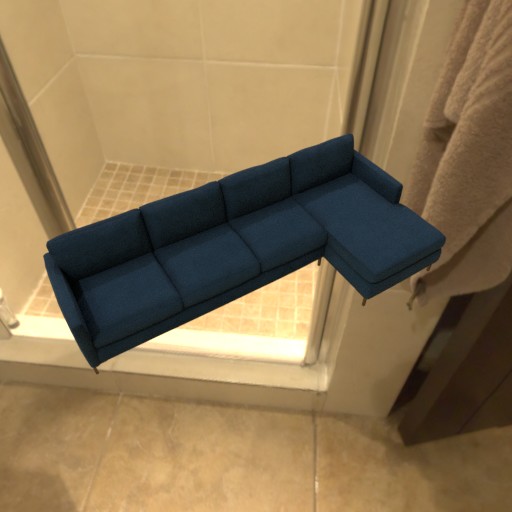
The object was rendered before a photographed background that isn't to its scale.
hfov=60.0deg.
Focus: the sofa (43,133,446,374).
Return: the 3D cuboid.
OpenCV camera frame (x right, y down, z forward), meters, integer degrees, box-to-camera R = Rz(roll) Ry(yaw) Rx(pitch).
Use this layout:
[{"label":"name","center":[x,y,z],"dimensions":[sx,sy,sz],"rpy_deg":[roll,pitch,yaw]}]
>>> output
[{"label":"sofa","center":[0.000,0.000,3.526],"dimensions":[2.932,0.810,1.350],"rpy_deg":[-24,51,-21]}]
